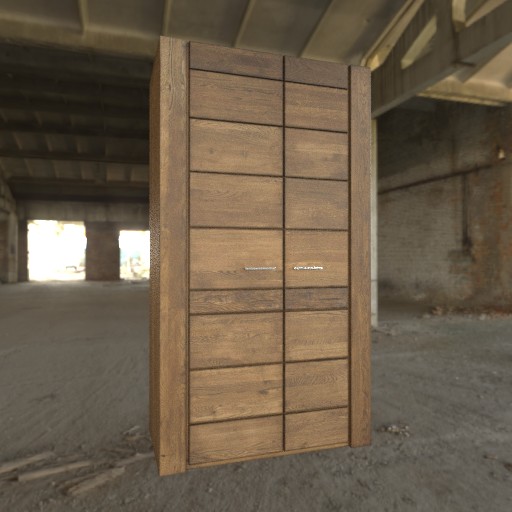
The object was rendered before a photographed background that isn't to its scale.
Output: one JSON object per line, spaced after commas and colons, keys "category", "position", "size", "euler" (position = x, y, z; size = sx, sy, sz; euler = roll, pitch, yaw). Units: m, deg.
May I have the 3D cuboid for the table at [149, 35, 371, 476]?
{"category": "table", "position": [0.000, 0.000, 2.444], "size": [1.100, 2.000, 0.600], "euler": [0, 0, -18]}
